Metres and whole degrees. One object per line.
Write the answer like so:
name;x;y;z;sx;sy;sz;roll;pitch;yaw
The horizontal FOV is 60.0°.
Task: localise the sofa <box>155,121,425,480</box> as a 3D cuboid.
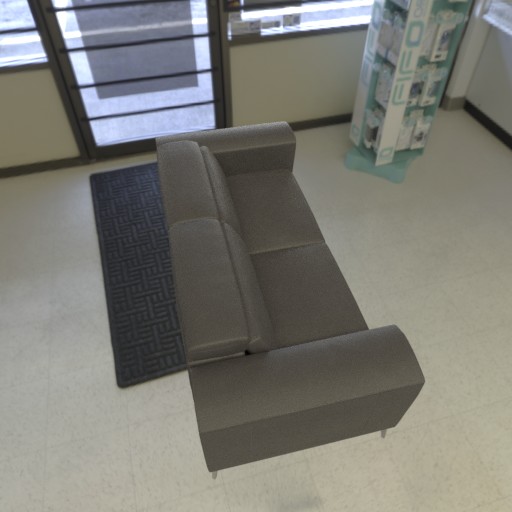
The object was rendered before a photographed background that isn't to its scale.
sofa;0.000;0.000;2.833;1.048;0.814;2.330;-10;47;-9
